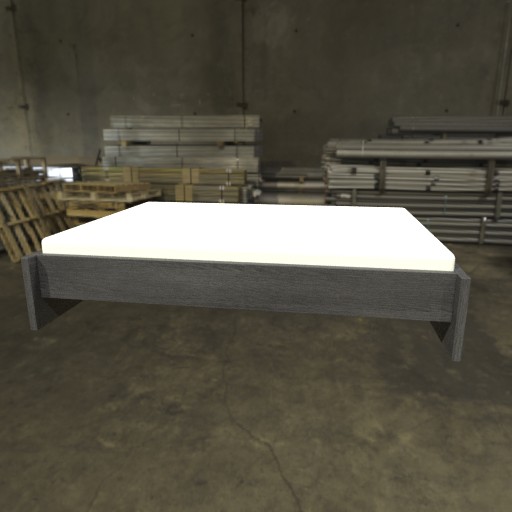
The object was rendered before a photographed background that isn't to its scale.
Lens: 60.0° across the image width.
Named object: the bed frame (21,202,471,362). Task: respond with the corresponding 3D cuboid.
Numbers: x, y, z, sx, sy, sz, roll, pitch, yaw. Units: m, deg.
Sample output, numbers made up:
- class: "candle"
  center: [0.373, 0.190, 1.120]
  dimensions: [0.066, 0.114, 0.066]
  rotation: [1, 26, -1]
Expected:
- class: "bed frame"
  center: [0.000, 0.000, 2.633]
  dimensions: [1.950, 0.432, 1.490]
  rotation: [2, 15, 9]
